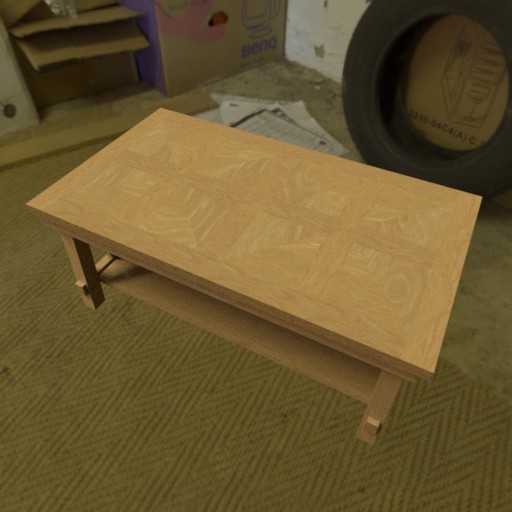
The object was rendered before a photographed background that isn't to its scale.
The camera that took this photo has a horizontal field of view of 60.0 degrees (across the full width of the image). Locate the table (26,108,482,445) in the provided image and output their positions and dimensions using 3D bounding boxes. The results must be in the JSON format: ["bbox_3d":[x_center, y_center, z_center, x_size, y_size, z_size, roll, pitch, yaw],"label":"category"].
[{"bbox_3d":[0.000,0.000,1.592,1.270,0.507,0.711,21,49,19],"label":"table"}]
